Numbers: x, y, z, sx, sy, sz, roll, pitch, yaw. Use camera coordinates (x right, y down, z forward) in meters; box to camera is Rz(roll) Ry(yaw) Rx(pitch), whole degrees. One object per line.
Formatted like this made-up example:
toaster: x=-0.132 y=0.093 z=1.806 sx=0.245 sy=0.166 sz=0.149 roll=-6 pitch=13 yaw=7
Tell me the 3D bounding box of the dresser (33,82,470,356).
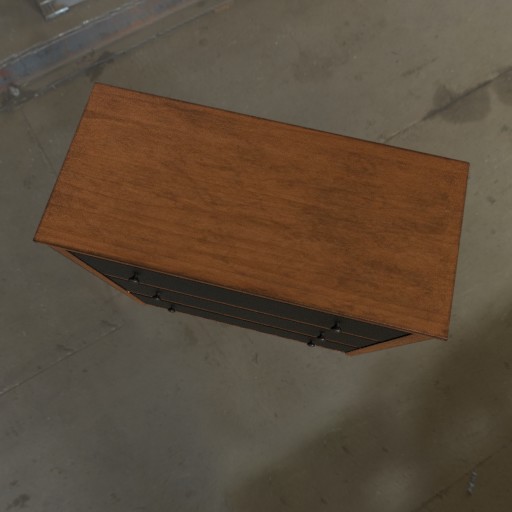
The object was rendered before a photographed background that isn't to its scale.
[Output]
dresser: x=0.000 y=0.000 z=1.945 sx=1.250 sy=1.224 sz=0.591 roll=13 pitch=75 yaw=4
